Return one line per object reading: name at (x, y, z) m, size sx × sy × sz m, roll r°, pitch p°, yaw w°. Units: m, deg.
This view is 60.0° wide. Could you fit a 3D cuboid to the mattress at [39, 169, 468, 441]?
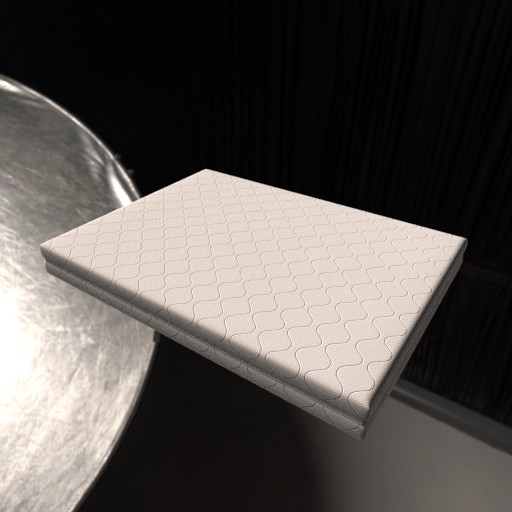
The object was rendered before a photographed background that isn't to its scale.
mattress at (0.000, 0.000, 2.469) m, size 1.900 × 0.200 × 1.400 m, roll 20°, pitch 37°, yaw 29°
